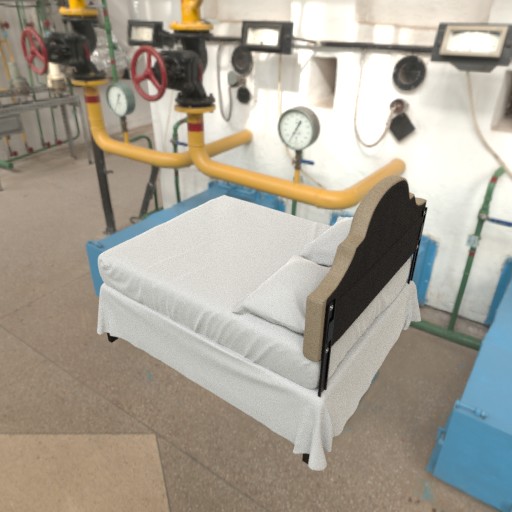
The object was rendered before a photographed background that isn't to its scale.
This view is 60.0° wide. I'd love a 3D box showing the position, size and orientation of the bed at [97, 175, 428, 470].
[{"bbox_3d":[0.000,0.000,3.413,2.222,1.634,1.780,20,35,31],"label":"bed"}]
